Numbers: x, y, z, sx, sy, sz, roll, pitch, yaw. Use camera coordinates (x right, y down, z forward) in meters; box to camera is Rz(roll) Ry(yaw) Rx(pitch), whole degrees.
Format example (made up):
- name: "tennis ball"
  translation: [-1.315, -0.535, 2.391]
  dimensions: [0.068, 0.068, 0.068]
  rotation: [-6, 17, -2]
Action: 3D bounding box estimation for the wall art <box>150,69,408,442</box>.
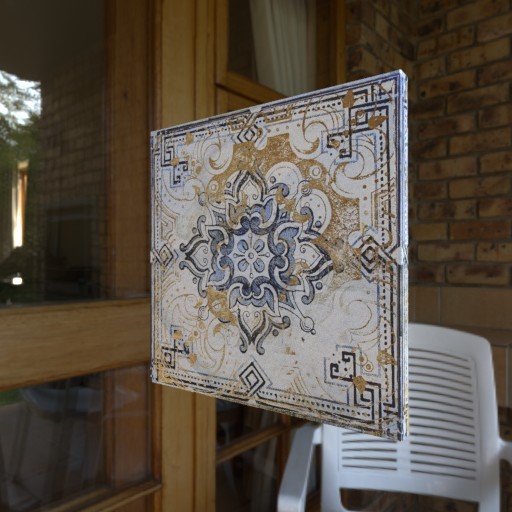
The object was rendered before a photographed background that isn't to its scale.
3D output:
- name: "wall art"
  translation: [0.000, 0.000, 0.912]
  dimensions: [0.609, 0.607, 0.036]
  rotation: [0, 0, 36]
